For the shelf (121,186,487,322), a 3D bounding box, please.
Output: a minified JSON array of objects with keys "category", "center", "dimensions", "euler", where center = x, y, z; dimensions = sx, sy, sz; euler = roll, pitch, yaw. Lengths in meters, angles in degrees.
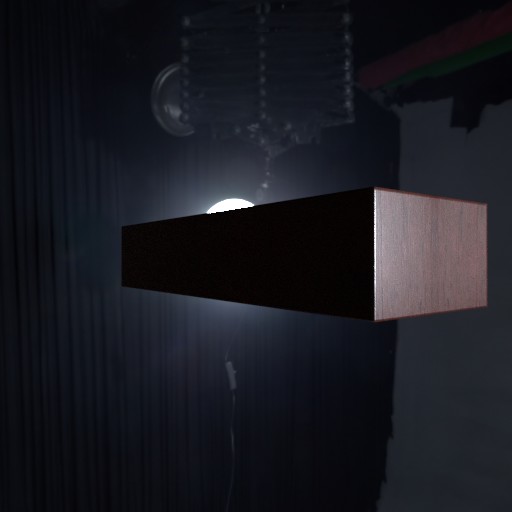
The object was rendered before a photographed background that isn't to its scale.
[{"category":"shelf","center":[0.000,0.000,0.517],"dimensions":[0.152,0.088,0.457],"euler":[0,0,-37]}]
